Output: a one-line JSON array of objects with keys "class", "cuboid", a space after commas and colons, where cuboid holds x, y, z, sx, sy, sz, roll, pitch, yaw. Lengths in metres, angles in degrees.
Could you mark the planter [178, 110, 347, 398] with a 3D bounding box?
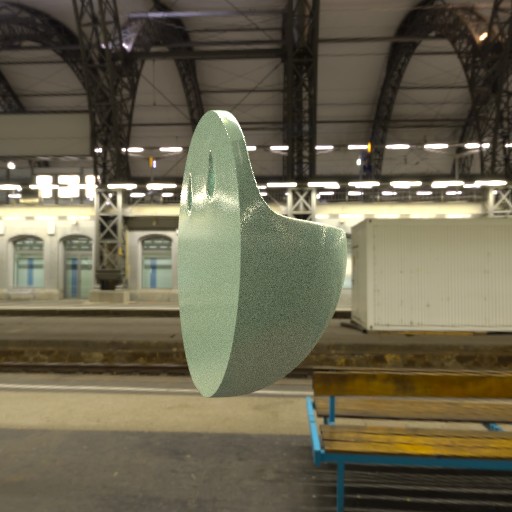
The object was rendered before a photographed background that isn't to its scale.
[{"class": "planter", "cuboid": [0.000, 0.000, 0.276, 0.073, 0.164, 0.189, 1, -2, -18]}]
